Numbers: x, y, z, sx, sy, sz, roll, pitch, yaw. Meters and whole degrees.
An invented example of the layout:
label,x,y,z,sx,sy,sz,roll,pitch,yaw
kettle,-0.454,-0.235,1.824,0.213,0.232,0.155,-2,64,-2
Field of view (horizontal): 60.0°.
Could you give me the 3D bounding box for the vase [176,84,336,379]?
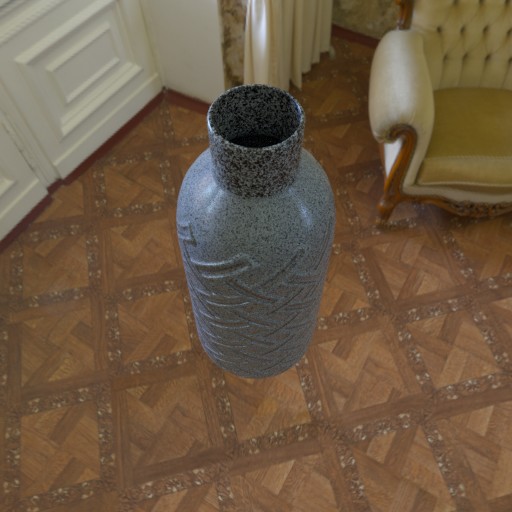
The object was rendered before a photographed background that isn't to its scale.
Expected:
label,x,y,z,sx,sy,sz,roll,pitch,yaw
vase,0.000,0.000,0.350,0.122,0.282,0.122,0,59,0
